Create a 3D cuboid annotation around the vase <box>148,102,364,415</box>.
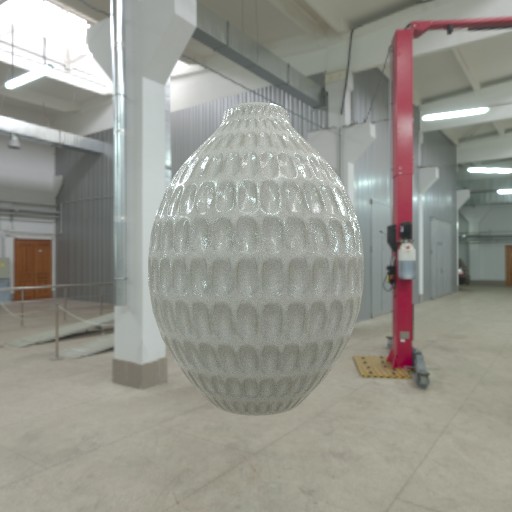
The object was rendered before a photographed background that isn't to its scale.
[{"bbox_3d":[0.000,0.000,0.342,0.162,0.223,0.162,0,0,0],"label":"vase"}]
